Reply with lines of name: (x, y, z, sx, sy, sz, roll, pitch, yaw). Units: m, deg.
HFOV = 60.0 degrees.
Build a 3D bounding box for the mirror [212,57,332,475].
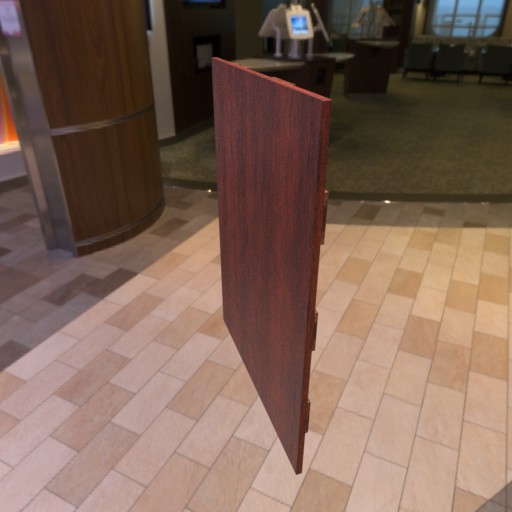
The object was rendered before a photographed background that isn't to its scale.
mirror: (0.000, 0.000, 1.045, 0.021, 0.805, 0.600, -10, 31, -17)
